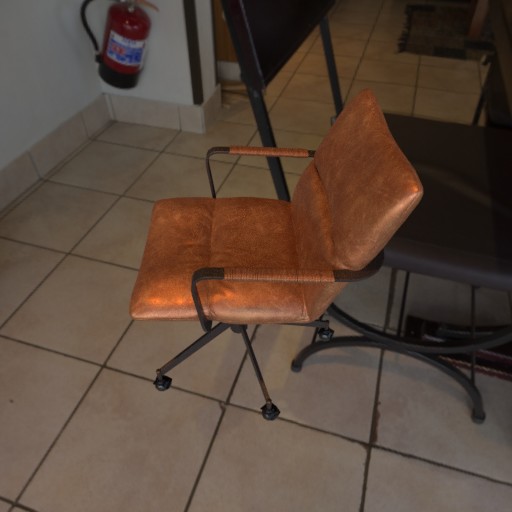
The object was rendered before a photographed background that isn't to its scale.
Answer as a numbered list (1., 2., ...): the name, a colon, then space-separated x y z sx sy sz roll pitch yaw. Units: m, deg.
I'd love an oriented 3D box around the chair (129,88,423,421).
1. chair: 0.000 0.000 1.477 0.754 0.922 0.727 -1 43 -1
